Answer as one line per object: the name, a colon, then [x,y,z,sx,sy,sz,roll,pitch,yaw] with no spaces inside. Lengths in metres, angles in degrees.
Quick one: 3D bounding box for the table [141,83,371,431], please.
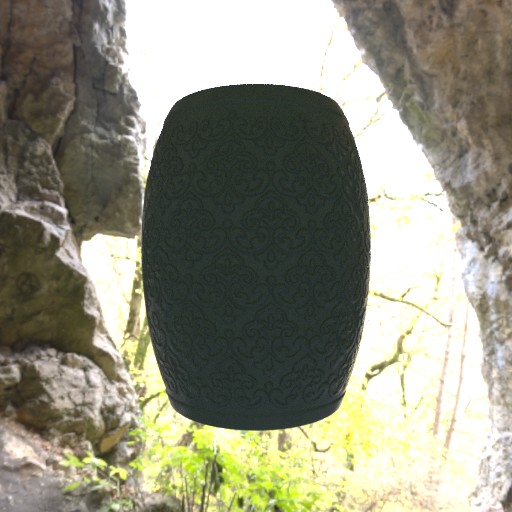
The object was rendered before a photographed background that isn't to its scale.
table: [0.000,0.000,0.615,0.309,0.397,0.309,0,1,0]
